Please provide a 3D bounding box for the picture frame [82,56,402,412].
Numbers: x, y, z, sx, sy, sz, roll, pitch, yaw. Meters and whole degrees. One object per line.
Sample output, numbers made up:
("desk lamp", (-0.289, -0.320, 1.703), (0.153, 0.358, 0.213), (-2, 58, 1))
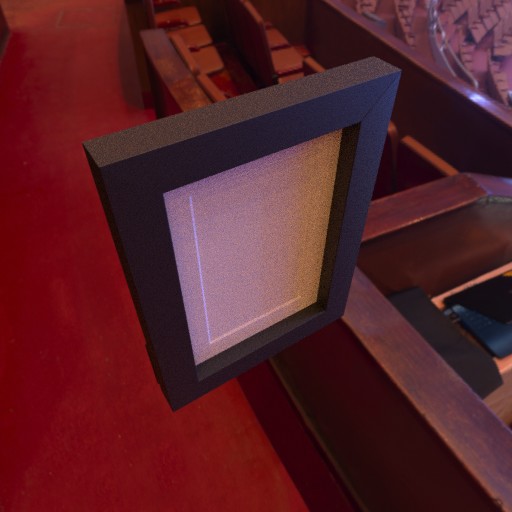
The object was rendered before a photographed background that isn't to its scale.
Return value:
("picture frame", (0.000, 0.000, 0.277), (0.157, 0.208, 0.028), (-25, 51, -22))
